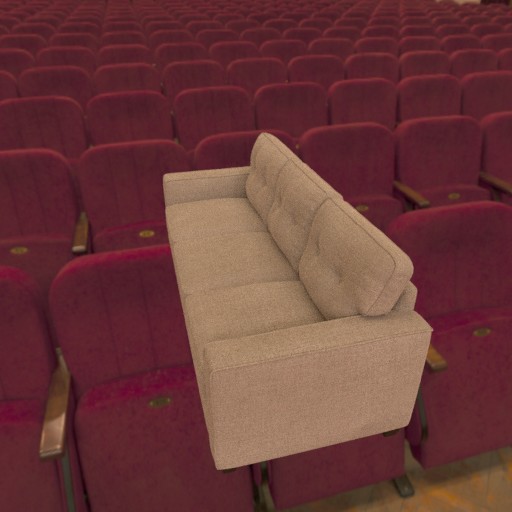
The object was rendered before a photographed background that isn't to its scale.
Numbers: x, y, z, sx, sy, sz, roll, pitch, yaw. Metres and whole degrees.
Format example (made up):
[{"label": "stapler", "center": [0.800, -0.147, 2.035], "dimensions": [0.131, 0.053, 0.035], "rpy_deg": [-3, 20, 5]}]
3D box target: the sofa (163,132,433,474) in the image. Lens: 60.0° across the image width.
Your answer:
[{"label": "sofa", "center": [0.000, 0.000, 2.633], "dimensions": [0.939, 0.965, 2.133], "rpy_deg": [-8, 31, -13]}]
